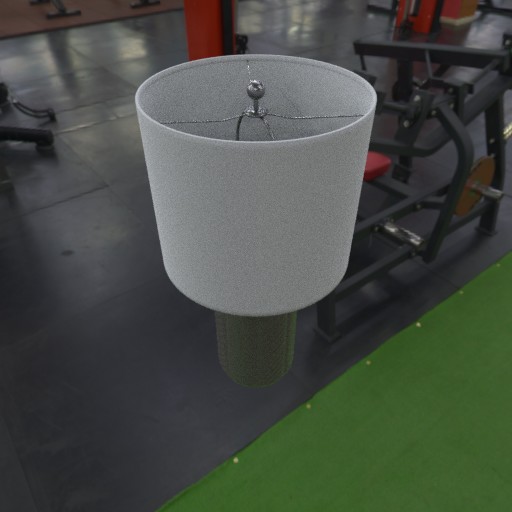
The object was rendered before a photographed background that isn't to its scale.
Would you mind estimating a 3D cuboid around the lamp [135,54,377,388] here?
[{"bbox_3d":[0.000,0.000,0.501,0.203,0.389,0.203,-24,46,-26],"label":"lamp"}]
